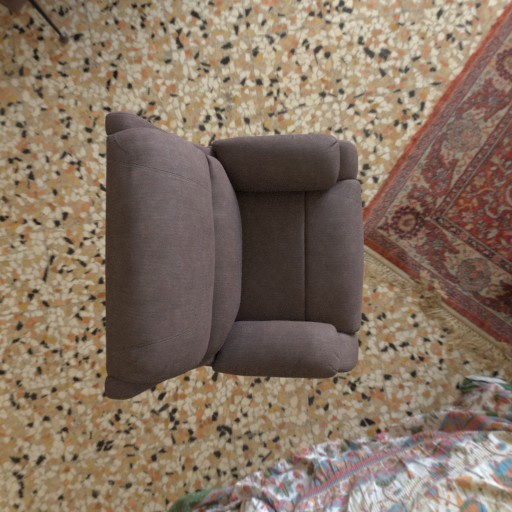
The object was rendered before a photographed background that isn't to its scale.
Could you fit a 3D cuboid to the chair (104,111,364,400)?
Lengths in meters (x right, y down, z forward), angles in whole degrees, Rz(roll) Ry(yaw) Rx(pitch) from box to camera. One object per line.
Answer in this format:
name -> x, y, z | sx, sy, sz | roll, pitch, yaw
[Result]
chair -> 0.000, 0.000, 1.716 | 0.899, 1.011, 0.930 | 0, 90, 1
